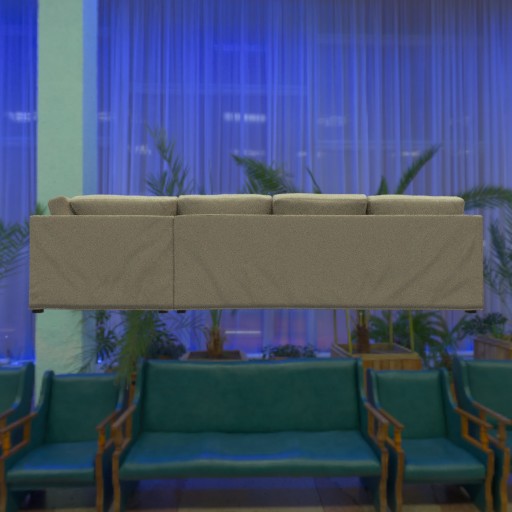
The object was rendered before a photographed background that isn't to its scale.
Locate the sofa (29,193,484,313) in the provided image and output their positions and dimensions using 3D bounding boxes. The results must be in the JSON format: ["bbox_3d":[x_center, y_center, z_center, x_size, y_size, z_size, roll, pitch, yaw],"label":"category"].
[{"bbox_3d":[0.000,0.000,4.280,3.182,0.871,2.432,0,-1,0],"label":"sofa"}]
